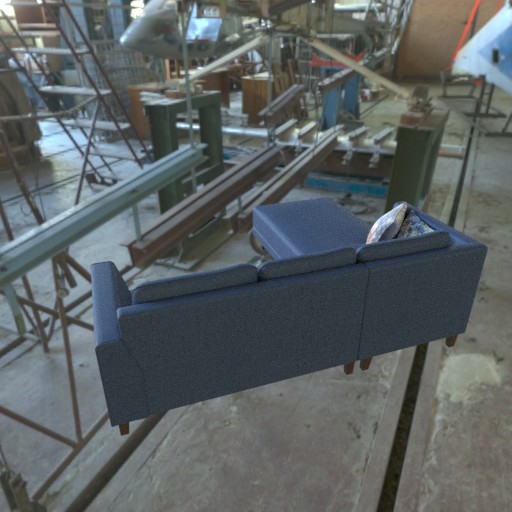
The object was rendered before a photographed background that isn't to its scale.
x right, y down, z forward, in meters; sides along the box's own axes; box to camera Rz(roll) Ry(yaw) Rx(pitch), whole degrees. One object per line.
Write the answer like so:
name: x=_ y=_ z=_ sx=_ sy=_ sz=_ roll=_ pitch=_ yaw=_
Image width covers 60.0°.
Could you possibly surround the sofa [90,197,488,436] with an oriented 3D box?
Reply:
sofa: x=0.000 y=0.000 z=3.060 sx=2.120 sy=0.787 sz=1.829 roll=-9 pitch=29 yaw=-17
